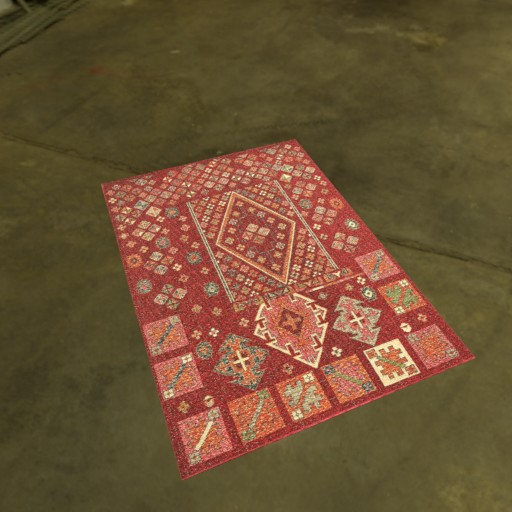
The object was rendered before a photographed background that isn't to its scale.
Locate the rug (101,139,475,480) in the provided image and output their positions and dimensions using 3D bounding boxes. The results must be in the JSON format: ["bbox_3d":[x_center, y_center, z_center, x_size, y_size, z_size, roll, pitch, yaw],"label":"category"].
[{"bbox_3d":[0.000,0.000,2.786,1.579,0.007,2.184,-17,50,-15],"label":"rug"}]
